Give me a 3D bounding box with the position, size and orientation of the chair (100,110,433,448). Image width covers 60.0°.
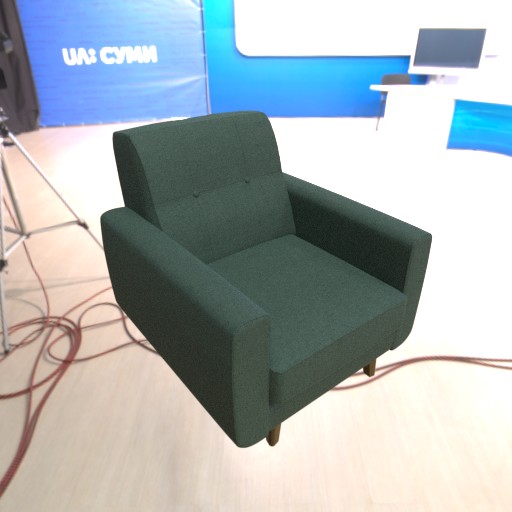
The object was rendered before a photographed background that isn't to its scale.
[{"bbox_3d":[0.000,0.000,1.587,0.831,0.841,0.909,-21,36,-33],"label":"chair"}]
